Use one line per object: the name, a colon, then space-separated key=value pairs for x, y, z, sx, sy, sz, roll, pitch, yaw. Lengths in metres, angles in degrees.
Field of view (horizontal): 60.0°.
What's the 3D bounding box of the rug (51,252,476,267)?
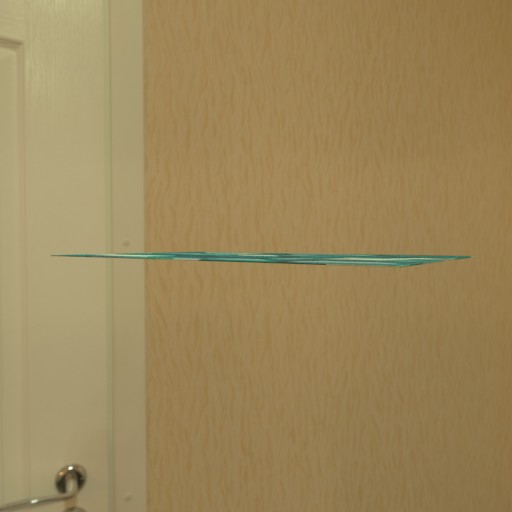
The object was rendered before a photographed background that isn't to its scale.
rug: x=0.000 y=0.000 z=2.968 sx=2.420 sy=0.005 sz=1.528 roll=1 pitch=2 yaw=36
